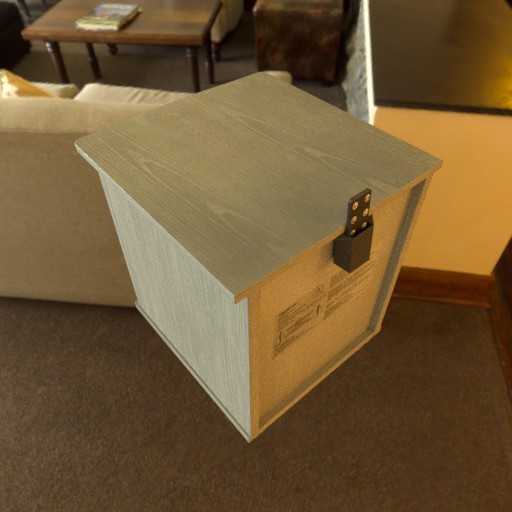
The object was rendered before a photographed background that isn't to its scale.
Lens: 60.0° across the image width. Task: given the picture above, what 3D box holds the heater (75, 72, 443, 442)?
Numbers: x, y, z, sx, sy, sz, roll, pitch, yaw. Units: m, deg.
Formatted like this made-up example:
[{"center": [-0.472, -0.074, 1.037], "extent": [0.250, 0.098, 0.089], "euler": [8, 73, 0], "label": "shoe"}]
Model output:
[{"center": [0.000, 0.000, 0.760], "extent": [0.362, 0.481, 0.400], "euler": [-32, 54, -27], "label": "heater"}]
